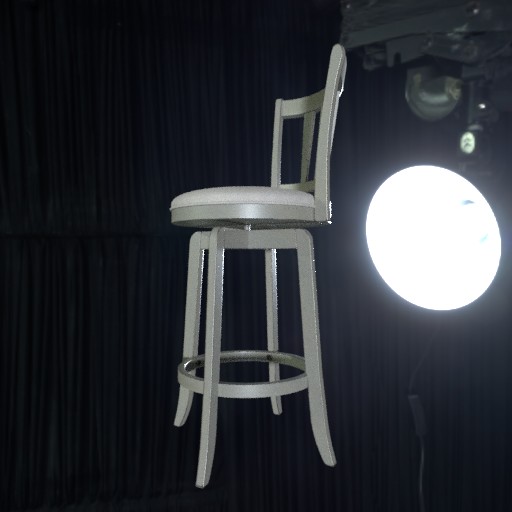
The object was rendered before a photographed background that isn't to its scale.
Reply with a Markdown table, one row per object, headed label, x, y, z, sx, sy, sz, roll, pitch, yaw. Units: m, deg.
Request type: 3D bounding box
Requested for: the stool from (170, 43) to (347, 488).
| label | x | y | z | sx | sy | sz | roll | pitch | yaw |
| --- | --- | --- | --- | --- | --- | --- | --- | --- | --- |
| stool | 0.000 | 0.000 | 1.242 | 0.475 | 1.042 | 0.436 | 0 | 0 | -18 |
